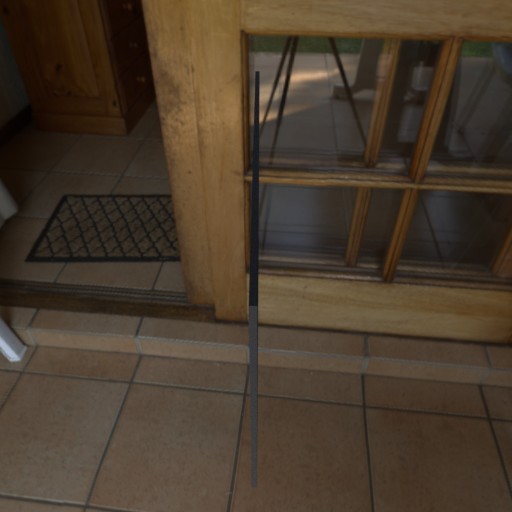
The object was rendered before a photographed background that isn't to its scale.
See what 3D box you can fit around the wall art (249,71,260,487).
[{"bbox_3d":[0.000,0.000,1.227,0.013,0.665,0.963,0,42,0],"label":"wall art"}]
